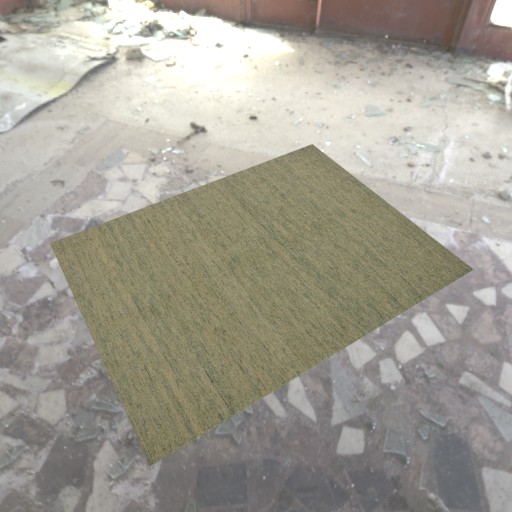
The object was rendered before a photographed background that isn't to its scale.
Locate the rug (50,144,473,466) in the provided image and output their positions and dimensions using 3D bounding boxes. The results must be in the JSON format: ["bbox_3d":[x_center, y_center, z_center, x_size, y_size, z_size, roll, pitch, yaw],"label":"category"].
[{"bbox_3d":[0.000,0.000,4.198,3.201,0.014,2.437,-25,52,-21],"label":"rug"}]
